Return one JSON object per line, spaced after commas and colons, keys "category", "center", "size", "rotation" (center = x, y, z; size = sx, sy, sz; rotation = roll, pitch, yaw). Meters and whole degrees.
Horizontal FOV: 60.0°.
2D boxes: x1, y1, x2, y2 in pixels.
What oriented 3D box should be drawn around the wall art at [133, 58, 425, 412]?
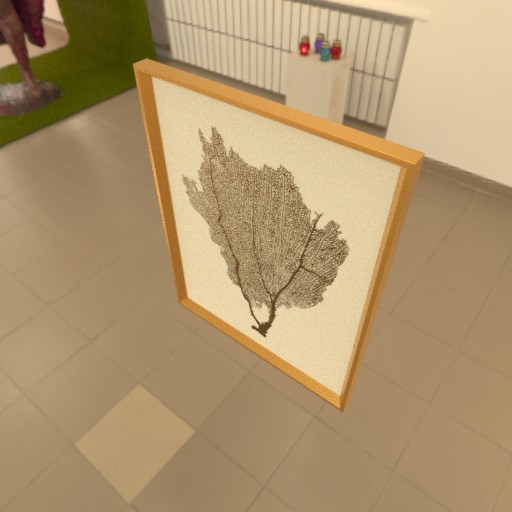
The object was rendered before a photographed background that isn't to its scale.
{"category": "wall art", "center": [0.000, 0.000, 1.049], "size": [0.610, 0.762, 0.038], "rotation": [28, 51, 26]}
